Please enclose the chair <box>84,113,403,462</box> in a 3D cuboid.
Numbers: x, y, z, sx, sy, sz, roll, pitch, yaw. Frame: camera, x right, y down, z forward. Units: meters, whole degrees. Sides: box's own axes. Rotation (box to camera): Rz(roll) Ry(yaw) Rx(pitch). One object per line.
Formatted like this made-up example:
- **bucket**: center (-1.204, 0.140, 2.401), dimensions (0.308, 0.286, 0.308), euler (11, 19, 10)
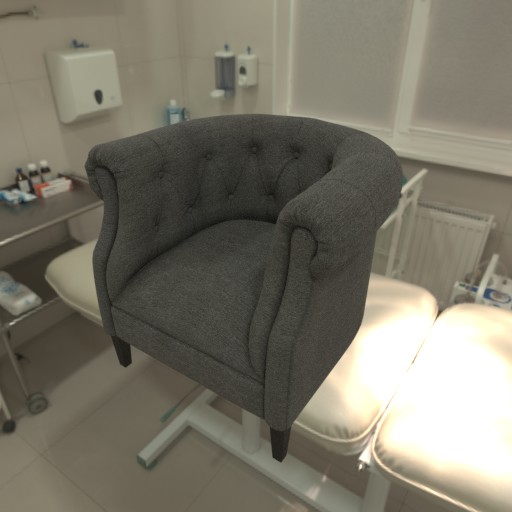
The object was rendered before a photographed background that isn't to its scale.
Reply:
- **chair**: center (0.000, 0.000, 1.572), dimensions (0.905, 0.827, 0.852), euler (20, 36, 29)
